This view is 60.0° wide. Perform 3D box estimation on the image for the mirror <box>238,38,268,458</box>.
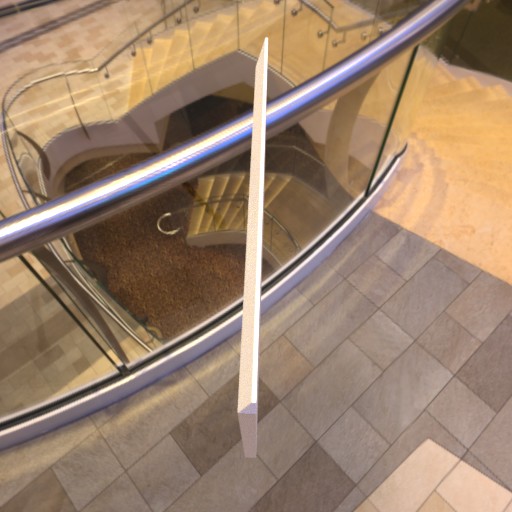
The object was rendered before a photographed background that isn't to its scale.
[{"bbox_3d":[0.000,0.000,1.131,0.030,0.630,0.870,2,59,1],"label":"mirror"}]
